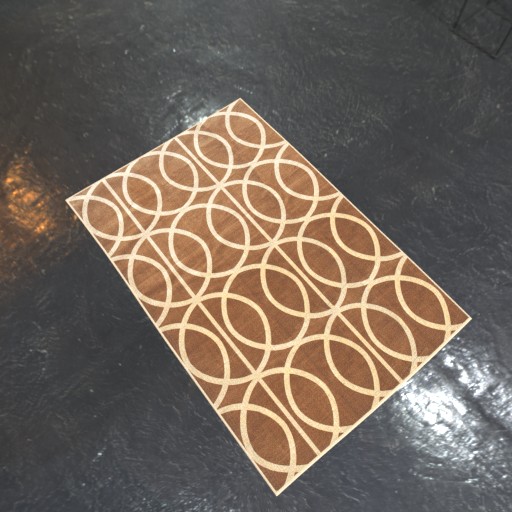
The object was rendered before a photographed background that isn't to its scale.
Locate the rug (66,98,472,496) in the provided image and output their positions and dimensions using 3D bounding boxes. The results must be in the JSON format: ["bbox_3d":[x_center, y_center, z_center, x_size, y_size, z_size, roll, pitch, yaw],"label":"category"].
[{"bbox_3d":[0.000,0.000,2.852,1.528,0.014,2.294,-36,69,-16],"label":"rug"}]
